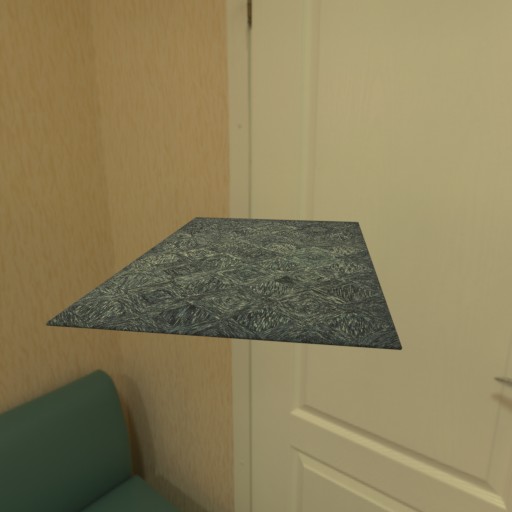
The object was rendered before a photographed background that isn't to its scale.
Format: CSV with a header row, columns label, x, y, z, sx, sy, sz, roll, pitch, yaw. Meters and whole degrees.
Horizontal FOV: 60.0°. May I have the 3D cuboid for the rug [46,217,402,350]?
label,x,y,z,sx,sy,sz,roll,pitch,yaw
rug,0.000,0.000,2.900,1.478,0.017,2.330,2,16,8
